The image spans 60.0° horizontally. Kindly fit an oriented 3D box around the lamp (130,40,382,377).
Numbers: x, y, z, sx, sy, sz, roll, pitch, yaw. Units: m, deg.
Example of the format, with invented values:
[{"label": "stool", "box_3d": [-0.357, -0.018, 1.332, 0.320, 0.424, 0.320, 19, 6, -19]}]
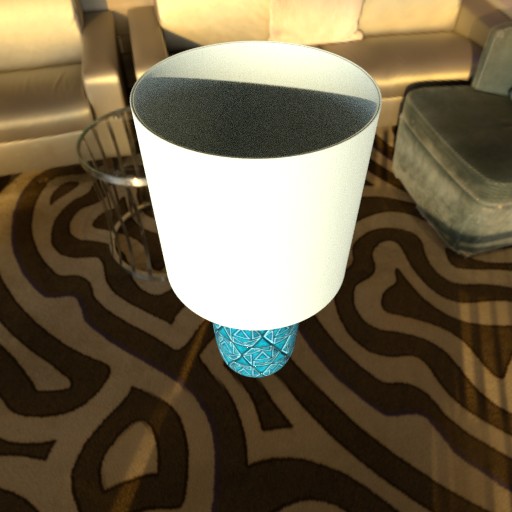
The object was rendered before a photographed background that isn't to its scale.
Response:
[{"label": "lamp", "box_3d": [0.000, 0.000, 0.481, 0.193, 0.377, 0.193, -16, 48, -15]}]
